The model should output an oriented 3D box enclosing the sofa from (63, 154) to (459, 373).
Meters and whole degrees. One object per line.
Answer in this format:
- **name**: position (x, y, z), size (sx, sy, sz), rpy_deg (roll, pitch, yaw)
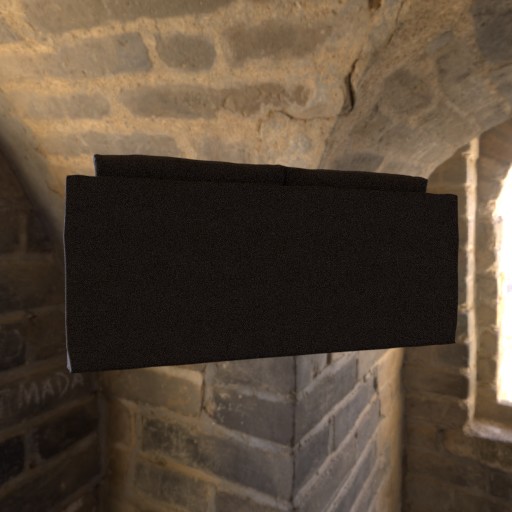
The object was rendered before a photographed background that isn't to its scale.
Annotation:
- **sofa**: position (0.000, 0.000, 2.327), size (1.802, 0.854, 0.974), rpy_deg (0, 0, -18)
